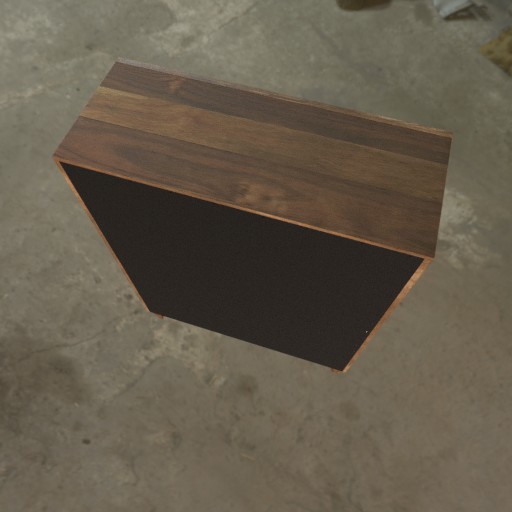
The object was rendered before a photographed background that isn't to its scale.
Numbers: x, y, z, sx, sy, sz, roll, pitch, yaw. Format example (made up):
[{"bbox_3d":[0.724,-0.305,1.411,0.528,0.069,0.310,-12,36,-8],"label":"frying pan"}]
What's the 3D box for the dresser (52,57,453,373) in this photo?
[{"bbox_3d":[0.000,0.000,1.878,1.062,1.393,0.442,16,64,8],"label":"dresser"}]
